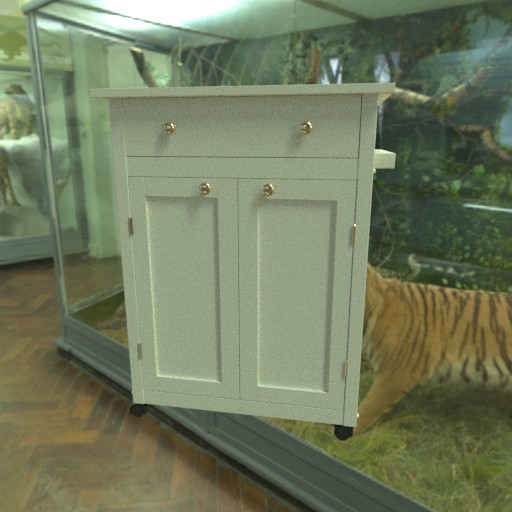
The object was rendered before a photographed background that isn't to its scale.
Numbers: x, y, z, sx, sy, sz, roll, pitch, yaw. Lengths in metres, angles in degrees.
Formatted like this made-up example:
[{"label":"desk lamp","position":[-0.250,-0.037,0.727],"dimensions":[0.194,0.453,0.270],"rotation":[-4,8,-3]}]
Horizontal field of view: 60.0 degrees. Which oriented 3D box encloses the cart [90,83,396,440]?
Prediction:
[{"label":"cart","position":[0.000,0.000,1.263],"dimensions":[0.683,0.864,0.442],"rotation":[3,15,10]}]
